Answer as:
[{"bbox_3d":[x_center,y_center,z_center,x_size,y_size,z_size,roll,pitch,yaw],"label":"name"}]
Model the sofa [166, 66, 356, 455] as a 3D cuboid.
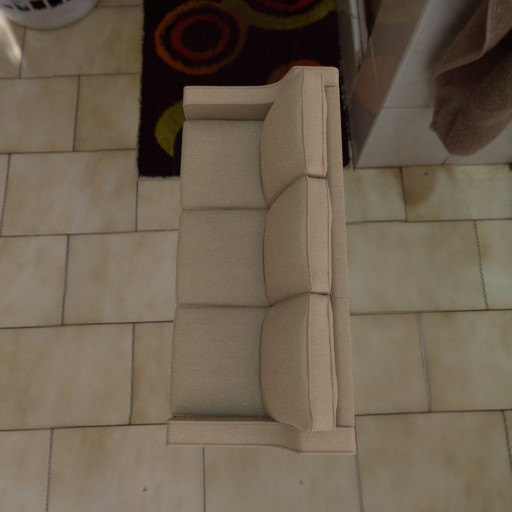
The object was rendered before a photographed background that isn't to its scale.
[{"bbox_3d":[0.000,0.000,2.536,0.911,0.974,1.986,0,76,0],"label":"sofa"}]
